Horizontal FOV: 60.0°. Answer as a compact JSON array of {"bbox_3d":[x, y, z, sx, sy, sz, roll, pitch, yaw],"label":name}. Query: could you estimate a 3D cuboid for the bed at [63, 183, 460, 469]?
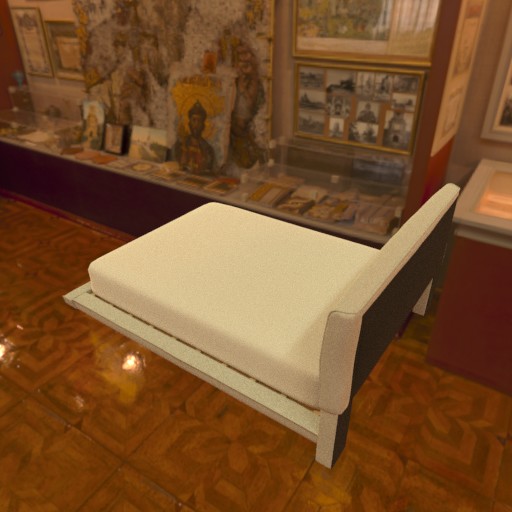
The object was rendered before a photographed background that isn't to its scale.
[{"bbox_3d":[0.000,0.000,3.323,2.368,1.067,1.840,20,35,30],"label":"bed"}]
